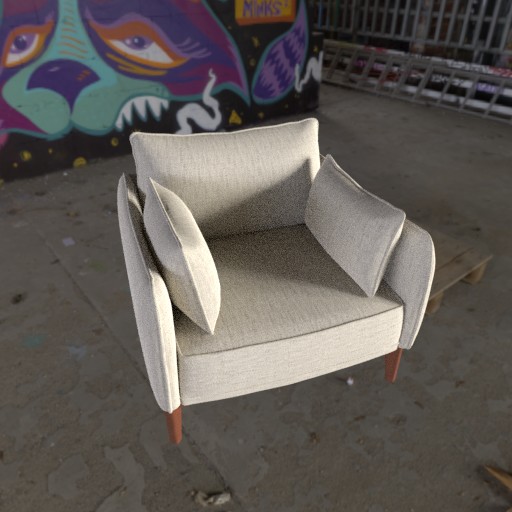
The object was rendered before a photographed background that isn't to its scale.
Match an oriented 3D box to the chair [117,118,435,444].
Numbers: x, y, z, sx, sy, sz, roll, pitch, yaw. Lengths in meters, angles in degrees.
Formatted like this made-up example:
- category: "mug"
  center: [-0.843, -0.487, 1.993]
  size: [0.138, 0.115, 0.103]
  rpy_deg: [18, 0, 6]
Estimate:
- category: "chair"
  center: [0.000, 0.000, 1.770]
  size: [0.994, 0.855, 0.991]
  rpy_deg: [-10, 34, -15]
